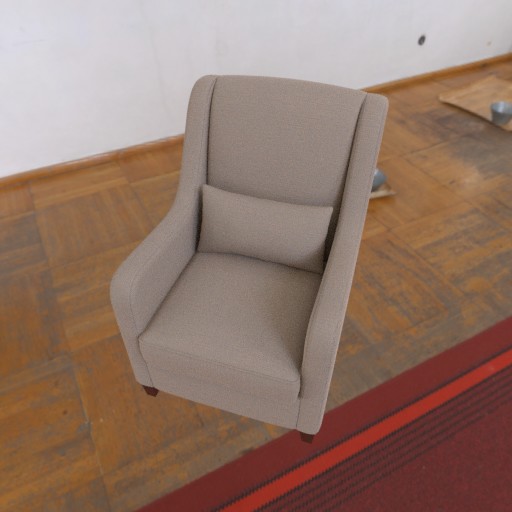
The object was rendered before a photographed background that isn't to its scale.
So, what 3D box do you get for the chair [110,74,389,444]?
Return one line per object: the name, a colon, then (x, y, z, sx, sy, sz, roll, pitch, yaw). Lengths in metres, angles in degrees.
chair: (0.000, 0.000, 1.644, 0.715, 1.017, 0.896, 12, 43, 13)
